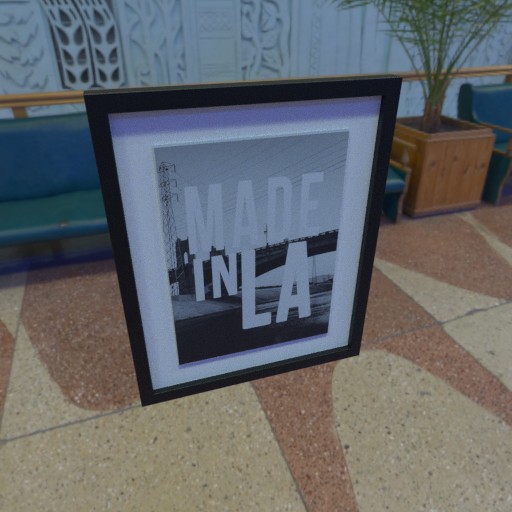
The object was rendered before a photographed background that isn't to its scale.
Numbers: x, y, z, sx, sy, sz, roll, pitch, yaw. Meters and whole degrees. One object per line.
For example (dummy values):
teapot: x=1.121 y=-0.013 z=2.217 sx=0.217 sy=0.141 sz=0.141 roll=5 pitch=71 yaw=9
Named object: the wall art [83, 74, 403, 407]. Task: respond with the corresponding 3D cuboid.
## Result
wall art: x=0.000 y=0.000 z=0.759 sx=0.457 sy=0.559 sz=0.028 roll=-9 pitch=32 yaw=-15
